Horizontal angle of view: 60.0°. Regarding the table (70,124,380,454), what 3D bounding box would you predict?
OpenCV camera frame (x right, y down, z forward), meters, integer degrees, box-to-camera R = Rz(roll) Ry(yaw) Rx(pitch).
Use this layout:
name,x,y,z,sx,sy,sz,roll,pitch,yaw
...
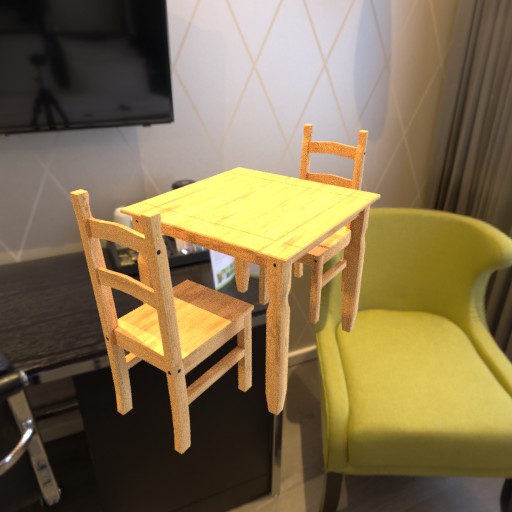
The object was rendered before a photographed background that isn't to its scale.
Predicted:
name,x,y,z,sx,sy,sz,roll,pitch,yaw
table,0.000,0.000,2.048,0.813,0.942,1.501,17,31,31
